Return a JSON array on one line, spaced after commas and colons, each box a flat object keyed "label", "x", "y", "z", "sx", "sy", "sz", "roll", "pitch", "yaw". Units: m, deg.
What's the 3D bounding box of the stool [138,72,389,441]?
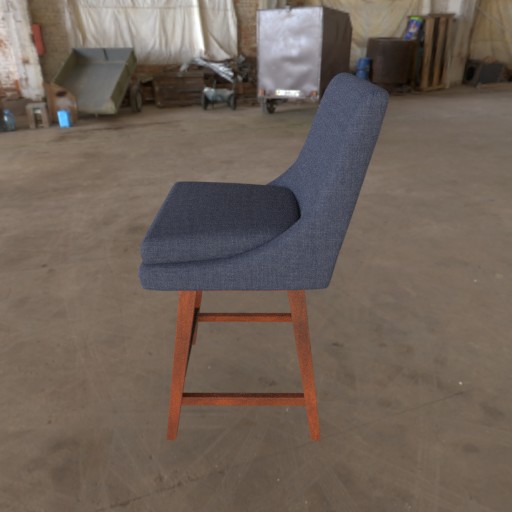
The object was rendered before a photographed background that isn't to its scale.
[{"label": "stool", "x": 0.000, "y": 0.000, "z": 1.196, "sx": 0.524, "sy": 0.895, "sz": 0.467, "roll": 0, "pitch": 27, "yaw": 0}]
